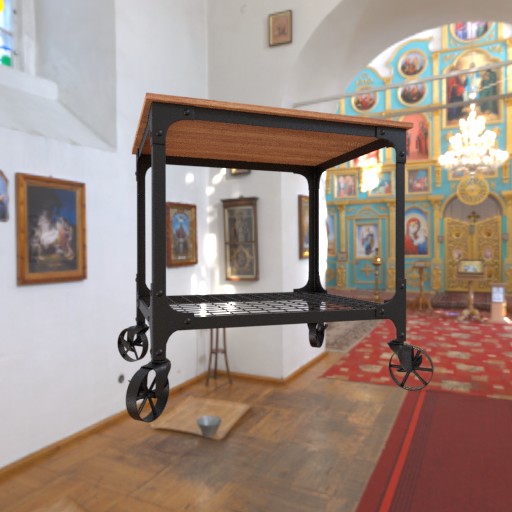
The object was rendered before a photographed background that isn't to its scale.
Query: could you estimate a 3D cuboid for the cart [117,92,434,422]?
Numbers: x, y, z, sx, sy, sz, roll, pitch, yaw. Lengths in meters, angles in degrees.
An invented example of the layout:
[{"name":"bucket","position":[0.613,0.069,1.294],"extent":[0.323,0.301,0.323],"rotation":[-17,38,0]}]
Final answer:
[{"name":"cart","position":[0.000,0.000,1.136],"extent":[0.666,0.603,0.558],"rotation":[0,0,-19]}]
